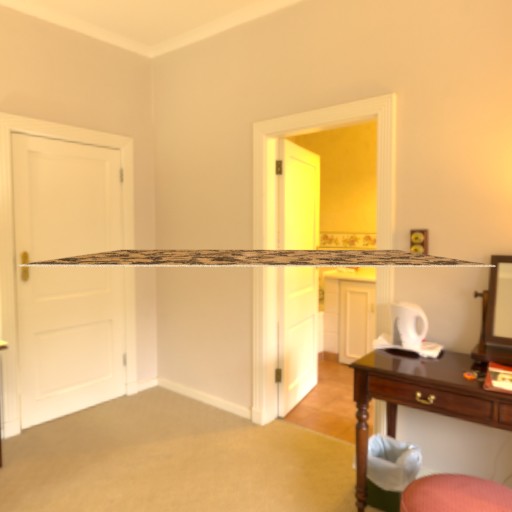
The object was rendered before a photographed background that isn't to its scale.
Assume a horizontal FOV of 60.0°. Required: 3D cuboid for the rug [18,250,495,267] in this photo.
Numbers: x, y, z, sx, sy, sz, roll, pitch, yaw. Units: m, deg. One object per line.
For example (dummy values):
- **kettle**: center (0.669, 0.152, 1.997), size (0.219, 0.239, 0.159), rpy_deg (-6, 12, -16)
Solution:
- **rug**: center (0.000, 0.000, 2.858), size (2.284, 0.008, 1.522), rpy_deg (0, 4, 1)
